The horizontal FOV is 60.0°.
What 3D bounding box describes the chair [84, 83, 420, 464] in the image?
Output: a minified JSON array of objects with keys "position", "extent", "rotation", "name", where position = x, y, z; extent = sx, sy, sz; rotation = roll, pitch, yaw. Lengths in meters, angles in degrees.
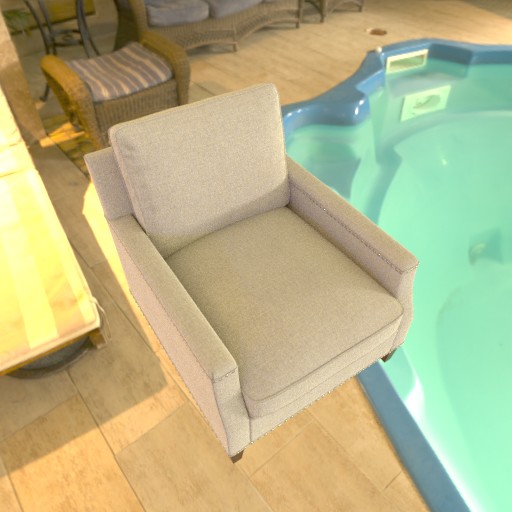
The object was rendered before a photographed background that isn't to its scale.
[{"position":[0.000,0.000,1.707],"extent":[0.853,0.943,1.014],"rotation":[-25,50,-23],"name":"chair"}]
